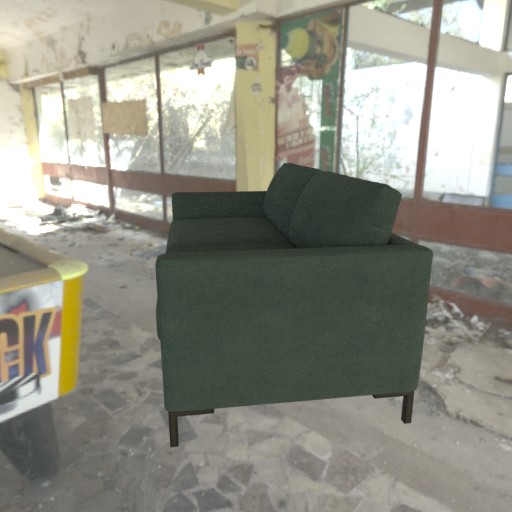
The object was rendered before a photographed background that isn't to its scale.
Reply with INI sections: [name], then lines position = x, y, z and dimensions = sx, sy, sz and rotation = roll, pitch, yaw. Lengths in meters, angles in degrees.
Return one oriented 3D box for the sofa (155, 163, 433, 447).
[sofa]
position = 0.000, 0.000, 2.141
dimensions = 0.875, 0.817, 1.676
rotation = -2, 15, -8
